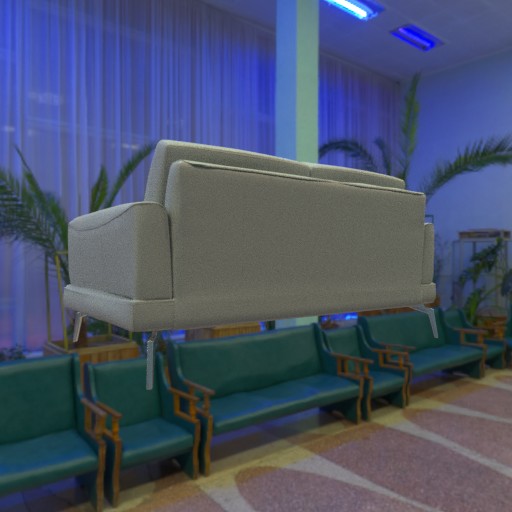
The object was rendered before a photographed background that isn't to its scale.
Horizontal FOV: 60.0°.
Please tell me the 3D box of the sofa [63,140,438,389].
[{"bbox_3d":[0.000,0.000,2.444,1.819,0.930,1.121,0,0,-35],"label":"sofa"}]
